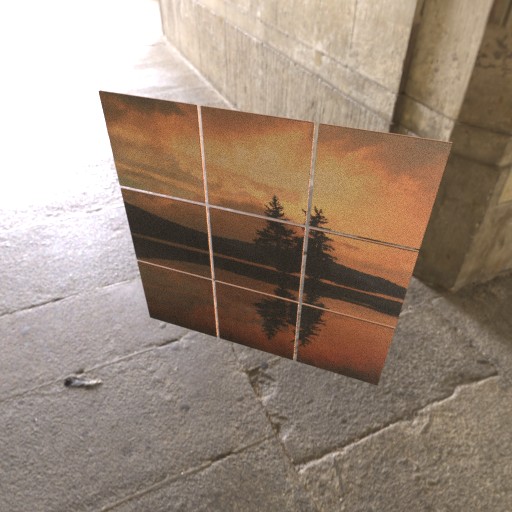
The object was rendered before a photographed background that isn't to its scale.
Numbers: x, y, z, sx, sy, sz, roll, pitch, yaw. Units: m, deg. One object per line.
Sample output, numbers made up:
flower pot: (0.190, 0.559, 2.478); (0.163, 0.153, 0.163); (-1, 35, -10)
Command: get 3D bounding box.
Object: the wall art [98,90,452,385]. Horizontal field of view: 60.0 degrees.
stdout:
wall art: (0.000, 0.000, 1.841); (1.216, 1.218, 0.013); (13, 42, 15)
